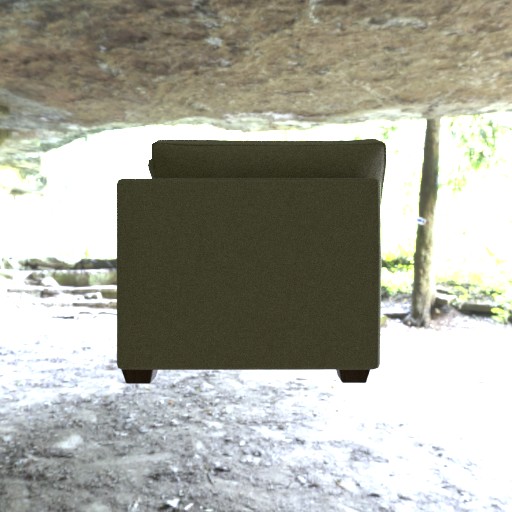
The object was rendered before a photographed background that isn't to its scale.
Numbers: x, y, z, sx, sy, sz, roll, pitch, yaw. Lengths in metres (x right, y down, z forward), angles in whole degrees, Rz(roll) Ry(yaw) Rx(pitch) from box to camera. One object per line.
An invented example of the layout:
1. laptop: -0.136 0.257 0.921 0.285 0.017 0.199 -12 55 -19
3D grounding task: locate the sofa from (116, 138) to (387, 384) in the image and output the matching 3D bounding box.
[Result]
1. sofa: 0.000 0.000 2.782 1.053 0.948 2.323 0 0 1
